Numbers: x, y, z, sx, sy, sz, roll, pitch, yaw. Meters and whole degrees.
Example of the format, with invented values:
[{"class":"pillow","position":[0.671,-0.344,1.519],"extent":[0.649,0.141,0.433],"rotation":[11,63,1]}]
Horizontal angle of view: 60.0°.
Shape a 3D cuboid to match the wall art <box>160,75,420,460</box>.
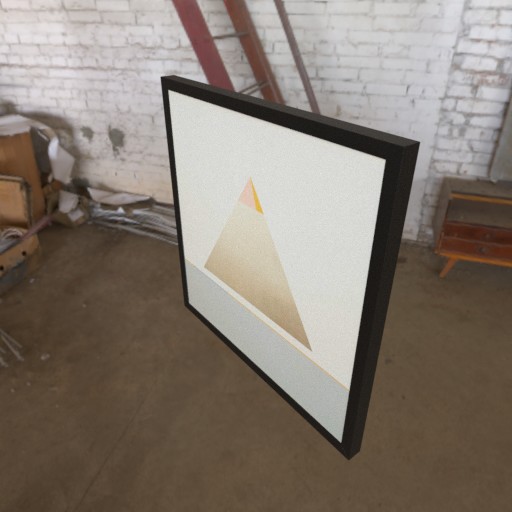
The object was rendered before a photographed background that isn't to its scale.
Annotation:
[{"class":"wall art","position":[0.000,0.000,0.755],"extent":[0.028,0.511,0.513],"rotation":[-22,38,-32]}]
